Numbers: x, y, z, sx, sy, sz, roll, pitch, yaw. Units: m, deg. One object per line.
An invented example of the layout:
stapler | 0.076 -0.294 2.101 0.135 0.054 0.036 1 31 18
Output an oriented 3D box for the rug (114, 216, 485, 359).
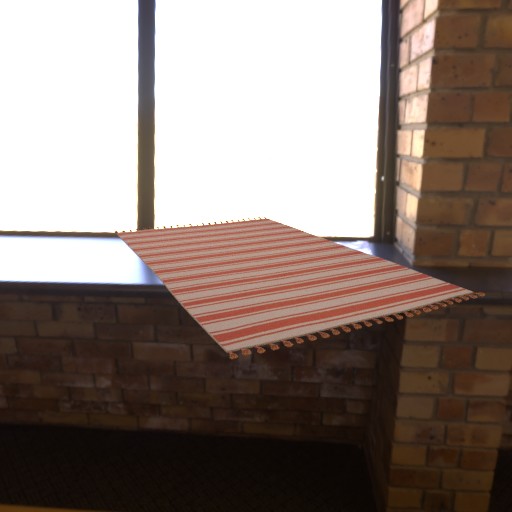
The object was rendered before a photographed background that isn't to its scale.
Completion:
rug | 0.000 0.000 2.565 1.232 0.017 2.092 -8 18 -26
